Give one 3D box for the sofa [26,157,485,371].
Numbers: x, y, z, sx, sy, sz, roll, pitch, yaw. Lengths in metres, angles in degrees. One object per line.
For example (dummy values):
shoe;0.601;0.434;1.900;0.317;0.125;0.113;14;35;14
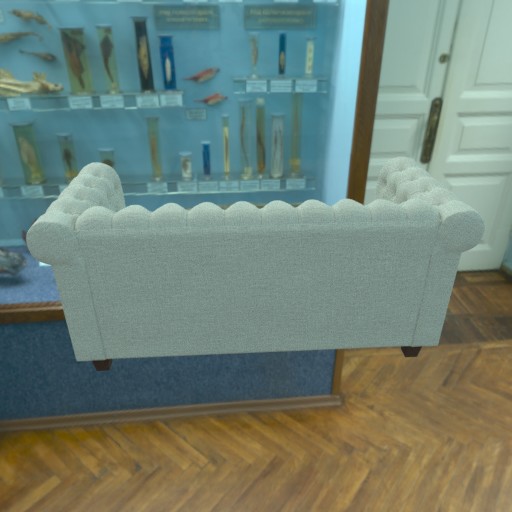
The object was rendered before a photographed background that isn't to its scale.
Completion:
sofa;0.000;0.000;2.206;1.798;0.797;0.783;-2;29;-3
